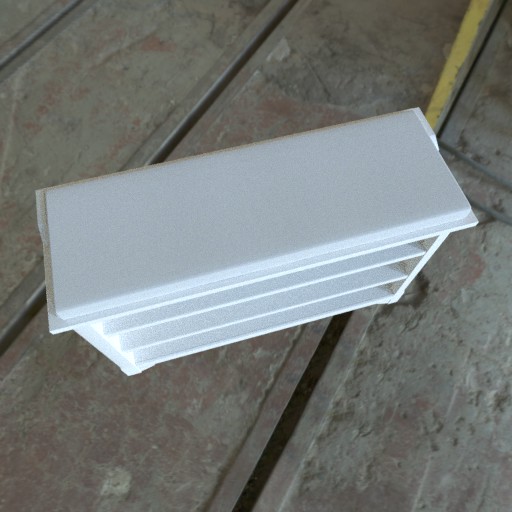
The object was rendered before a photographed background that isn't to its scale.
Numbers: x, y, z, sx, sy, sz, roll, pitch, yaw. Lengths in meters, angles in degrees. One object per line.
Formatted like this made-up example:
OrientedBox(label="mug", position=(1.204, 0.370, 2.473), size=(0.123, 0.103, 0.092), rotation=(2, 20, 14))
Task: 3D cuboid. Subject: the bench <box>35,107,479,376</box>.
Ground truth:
OrientedBox(label="bench", position=(0.000, 0.000, 1.273), size=(0.987, 0.589, 0.346), rotation=(-14, 64, -7))
